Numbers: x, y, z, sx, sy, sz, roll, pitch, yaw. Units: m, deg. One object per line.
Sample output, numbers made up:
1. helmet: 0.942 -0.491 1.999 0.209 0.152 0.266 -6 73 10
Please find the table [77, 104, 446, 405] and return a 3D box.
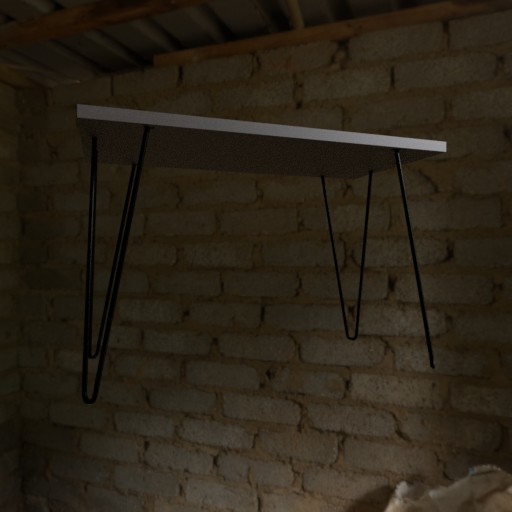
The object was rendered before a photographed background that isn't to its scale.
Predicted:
1. table: 0.000 0.000 1.356 0.991 0.660 0.499 0 0 -19
